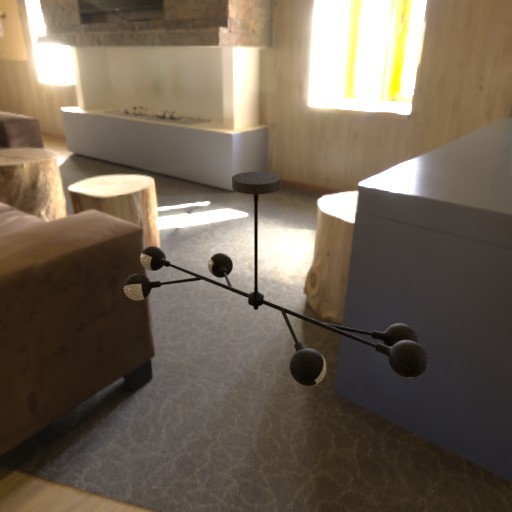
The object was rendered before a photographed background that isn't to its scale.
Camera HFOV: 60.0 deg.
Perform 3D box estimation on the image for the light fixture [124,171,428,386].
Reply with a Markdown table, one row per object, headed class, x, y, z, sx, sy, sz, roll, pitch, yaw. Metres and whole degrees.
| class | x | y | z | sx | sy | sz | roll | pitch | yaw |
| --- | --- | --- | --- | --- | --- | --- | --- | --- | --- |
| light fixture | 0.000 | 0.000 | 1.004 | 0.434 | 0.362 | 0.778 | -18 | 30 | -33 |
